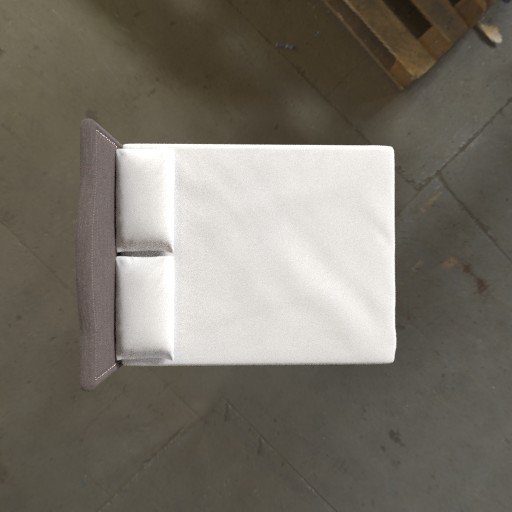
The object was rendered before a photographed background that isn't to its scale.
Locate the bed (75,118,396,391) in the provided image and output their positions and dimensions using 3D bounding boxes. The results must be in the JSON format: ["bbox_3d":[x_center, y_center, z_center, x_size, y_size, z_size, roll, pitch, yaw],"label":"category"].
[{"bbox_3d":[0.000,0.000,3.989,2.689,1.457,2.161,0,90,-2],"label":"bed"}]
